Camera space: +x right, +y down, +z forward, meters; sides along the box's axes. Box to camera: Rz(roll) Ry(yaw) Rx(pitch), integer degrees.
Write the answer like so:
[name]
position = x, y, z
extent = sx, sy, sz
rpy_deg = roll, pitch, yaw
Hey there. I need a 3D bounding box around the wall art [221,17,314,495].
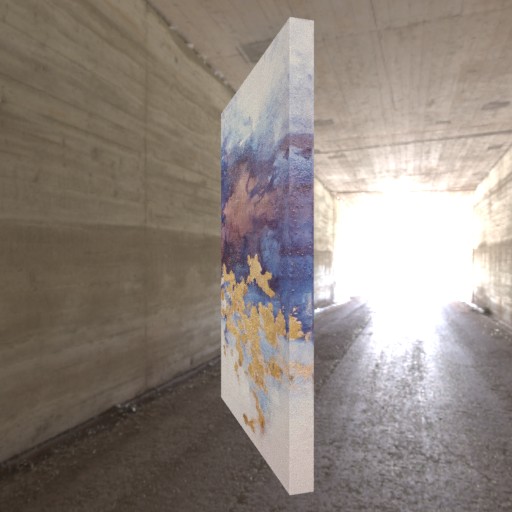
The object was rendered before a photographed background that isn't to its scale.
[wall art]
position = 0.000, 0.000, 1.095
extent = 0.048, 0.874, 0.583
rpy_deg = 0, 0, -17
